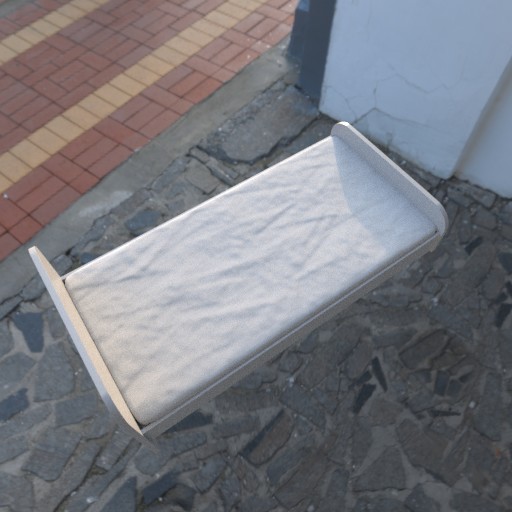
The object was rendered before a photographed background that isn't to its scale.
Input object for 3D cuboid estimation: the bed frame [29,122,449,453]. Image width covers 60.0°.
[{"bbox_3d":[0.000,0.000,2.483,1.963,0.805,0.998,-31,63,-17],"label":"bed frame"}]
